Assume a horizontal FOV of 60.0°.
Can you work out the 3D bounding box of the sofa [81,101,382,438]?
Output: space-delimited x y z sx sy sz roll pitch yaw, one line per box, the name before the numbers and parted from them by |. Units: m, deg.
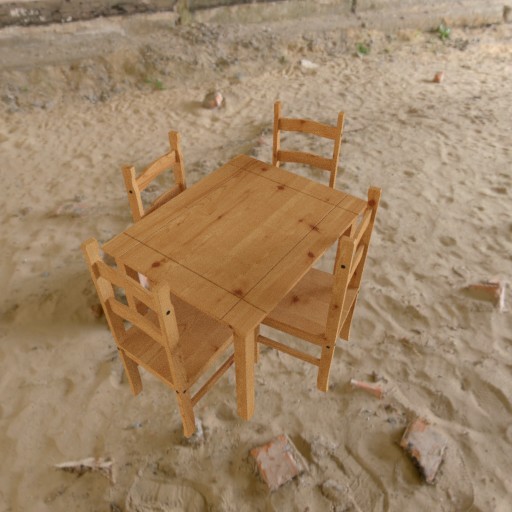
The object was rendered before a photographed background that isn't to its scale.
sofa | 0.000 0.000 2.259 1.144 1.000 1.529 27 49 26
